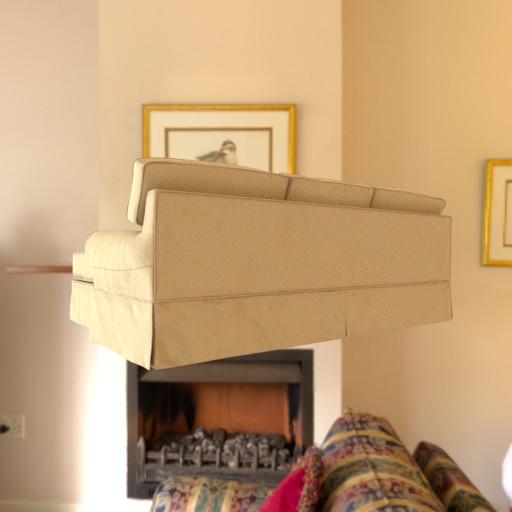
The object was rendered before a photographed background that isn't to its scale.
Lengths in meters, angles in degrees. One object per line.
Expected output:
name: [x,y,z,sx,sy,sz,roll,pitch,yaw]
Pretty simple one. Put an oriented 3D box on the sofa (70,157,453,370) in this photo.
sofa: [0.000,0.000,3.298,2.475,0.978,1.733,0,1,-36]
